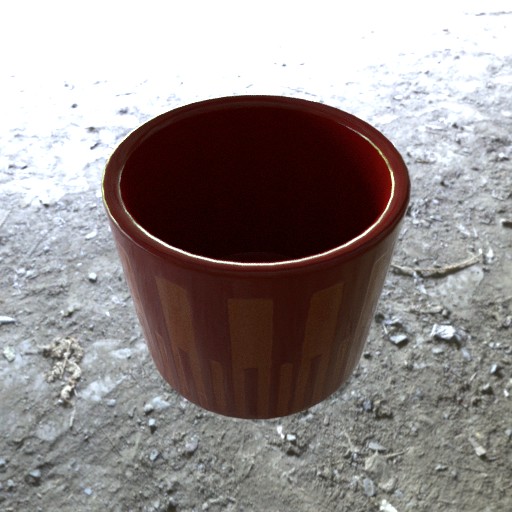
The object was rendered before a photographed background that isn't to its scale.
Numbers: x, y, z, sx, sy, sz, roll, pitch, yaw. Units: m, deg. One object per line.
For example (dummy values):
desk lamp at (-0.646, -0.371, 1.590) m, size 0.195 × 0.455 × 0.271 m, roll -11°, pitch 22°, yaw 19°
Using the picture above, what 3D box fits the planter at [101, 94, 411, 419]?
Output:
planter at (0.000, 0.000, 0.405) m, size 0.230 × 0.202 × 0.230 m, roll 0°, pitch 46°, yaw 0°
